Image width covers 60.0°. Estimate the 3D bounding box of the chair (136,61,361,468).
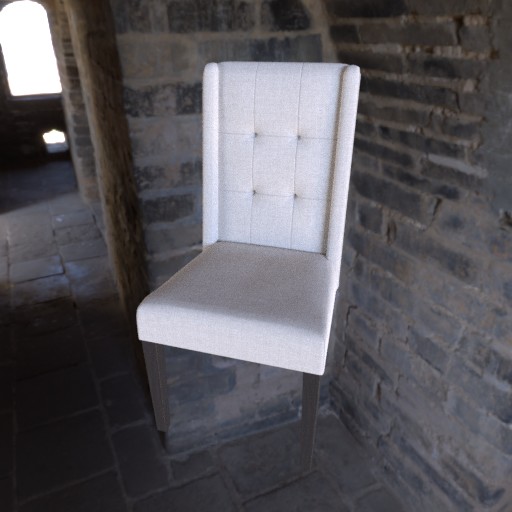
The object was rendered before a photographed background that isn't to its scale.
[{"bbox_3d":[0.000,0.000,1.226,0.474,0.961,0.523,8,27,15],"label":"chair"}]
